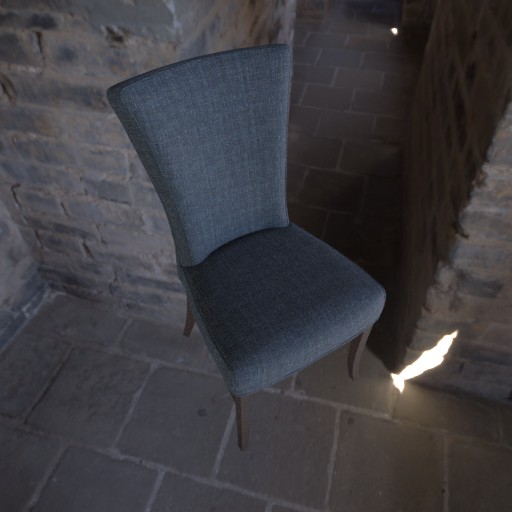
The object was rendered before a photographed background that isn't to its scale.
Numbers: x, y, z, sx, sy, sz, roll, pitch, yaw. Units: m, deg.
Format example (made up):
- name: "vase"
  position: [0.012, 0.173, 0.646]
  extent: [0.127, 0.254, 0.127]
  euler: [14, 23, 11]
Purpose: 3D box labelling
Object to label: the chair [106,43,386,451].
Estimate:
- name: "chair"
  position: [0.000, 0.000, 1.330]
  extent: [0.520, 0.991, 0.660]
  euler: [-24, 51, -21]
